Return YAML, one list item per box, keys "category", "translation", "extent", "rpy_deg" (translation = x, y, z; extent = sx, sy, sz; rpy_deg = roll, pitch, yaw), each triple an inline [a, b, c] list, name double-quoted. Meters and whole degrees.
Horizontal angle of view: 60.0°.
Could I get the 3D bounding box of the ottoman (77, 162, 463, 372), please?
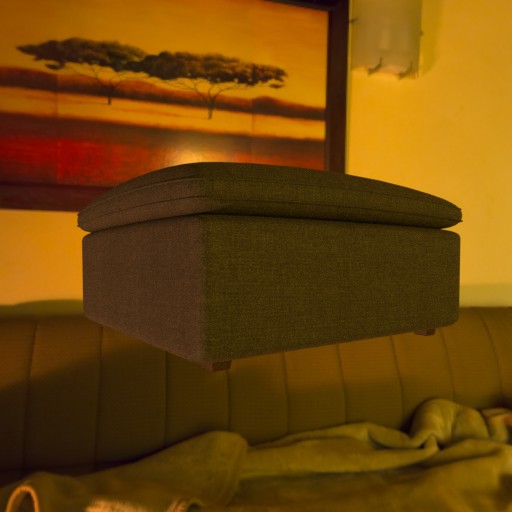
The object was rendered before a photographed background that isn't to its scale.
- category: "ottoman"
  translation: [0.000, 0.000, 1.662]
  extent: [1.067, 0.559, 1.067]
  rpy_deg: [0, 0, -35]
